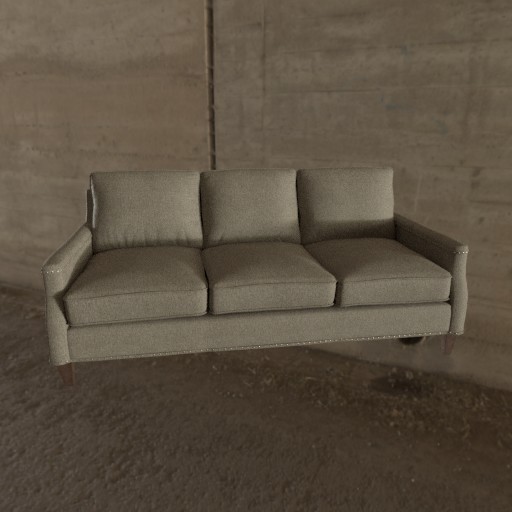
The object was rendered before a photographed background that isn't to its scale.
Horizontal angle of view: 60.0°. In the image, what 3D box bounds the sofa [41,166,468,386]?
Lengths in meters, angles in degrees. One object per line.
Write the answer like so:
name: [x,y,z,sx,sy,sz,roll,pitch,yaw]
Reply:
sofa: [0.000,0.000,2.747,2.246,1.003,1.084,-3,18,-8]
